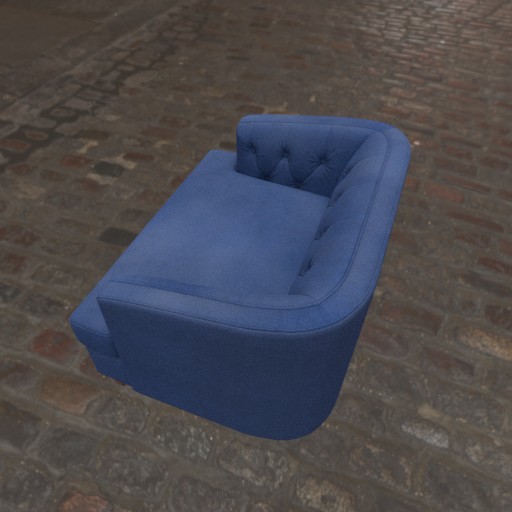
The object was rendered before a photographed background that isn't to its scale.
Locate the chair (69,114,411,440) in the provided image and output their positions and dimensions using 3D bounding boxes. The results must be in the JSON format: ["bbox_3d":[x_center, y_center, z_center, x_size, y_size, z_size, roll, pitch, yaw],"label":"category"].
[{"bbox_3d":[0.000,0.000,1.720,0.914,0.787,1.118,16,48,15],"label":"chair"}]
